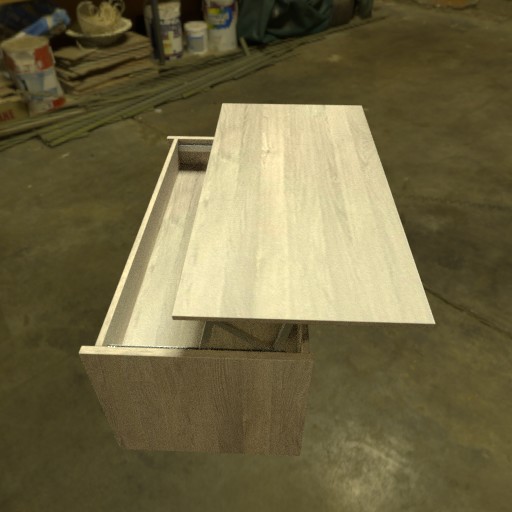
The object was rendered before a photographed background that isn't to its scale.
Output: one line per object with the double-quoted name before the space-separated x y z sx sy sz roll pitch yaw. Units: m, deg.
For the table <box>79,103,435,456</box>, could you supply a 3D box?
"table" 0.000 0.000 1.401 0.712 0.570 1.000 2 42 2
